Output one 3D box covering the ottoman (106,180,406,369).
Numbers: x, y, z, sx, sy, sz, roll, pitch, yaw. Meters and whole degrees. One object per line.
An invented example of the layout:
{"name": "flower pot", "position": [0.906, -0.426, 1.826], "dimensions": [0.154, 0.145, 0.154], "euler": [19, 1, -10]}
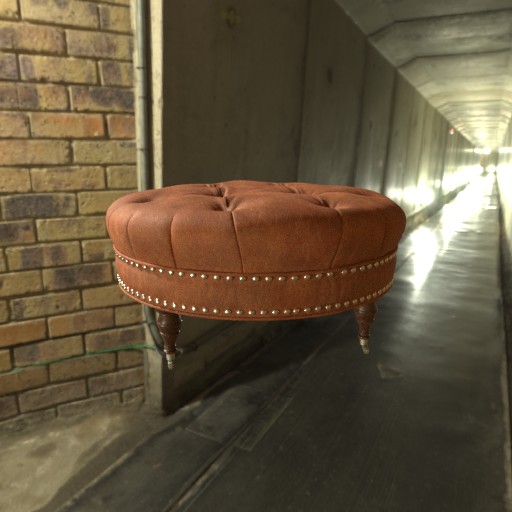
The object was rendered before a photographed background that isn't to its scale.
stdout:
{"name": "ottoman", "position": [0.000, 0.000, 1.409], "dimensions": [0.901, 0.444, 0.901], "euler": [0, 13, 0]}
